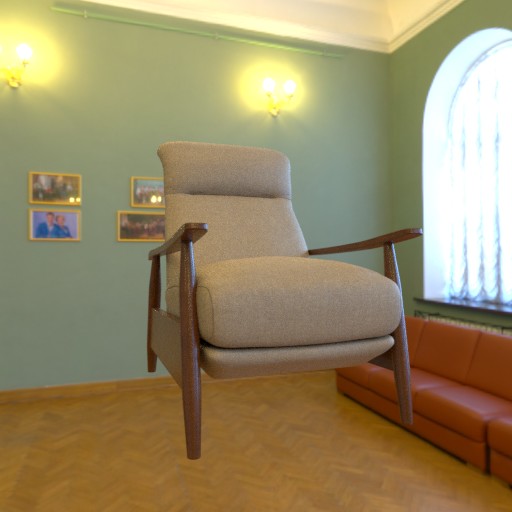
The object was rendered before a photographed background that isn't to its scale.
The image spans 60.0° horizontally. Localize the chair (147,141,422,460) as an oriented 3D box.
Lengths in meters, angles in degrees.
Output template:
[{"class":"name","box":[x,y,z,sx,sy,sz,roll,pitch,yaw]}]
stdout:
[{"class":"chair","box":[0.000,0.000,1.758,0.762,1.082,1.030,0,0,-20]}]
